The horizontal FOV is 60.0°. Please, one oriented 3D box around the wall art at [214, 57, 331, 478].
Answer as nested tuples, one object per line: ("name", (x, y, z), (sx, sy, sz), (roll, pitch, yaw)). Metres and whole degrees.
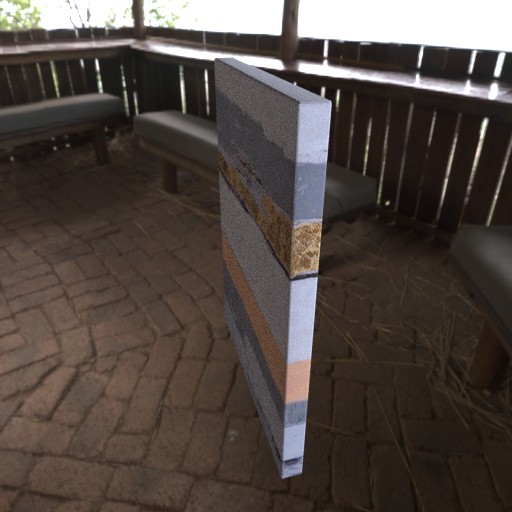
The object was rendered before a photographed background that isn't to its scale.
("wall art", (0.000, 0.000, 0.791), (0.038, 0.609, 0.456), (-8, 30, -13))
